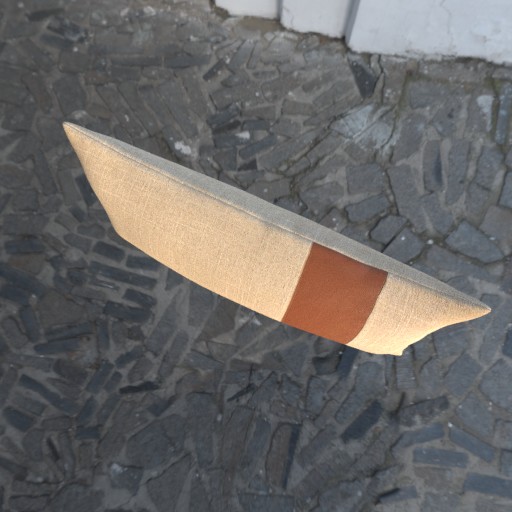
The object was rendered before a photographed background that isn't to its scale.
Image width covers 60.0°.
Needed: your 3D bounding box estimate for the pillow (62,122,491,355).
[{"bbox_3d":[0.000,0.000,0.705,0.612,0.282,0.155,24,76,7],"label":"pillow"}]
